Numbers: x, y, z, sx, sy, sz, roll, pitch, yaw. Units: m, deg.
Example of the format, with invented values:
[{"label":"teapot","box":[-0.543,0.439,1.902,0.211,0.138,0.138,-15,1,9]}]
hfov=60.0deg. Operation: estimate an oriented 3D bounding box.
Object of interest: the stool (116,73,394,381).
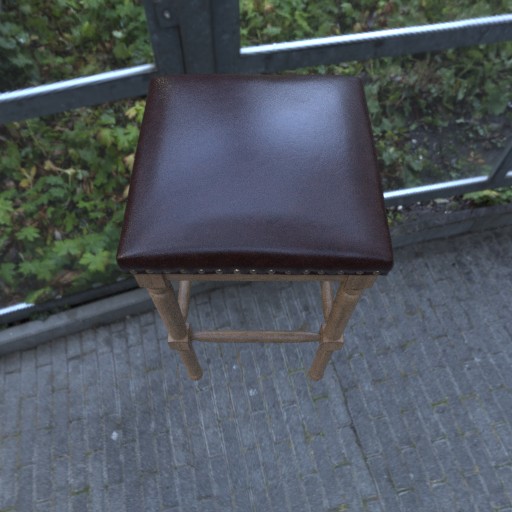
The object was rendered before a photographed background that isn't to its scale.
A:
[{"label":"stool","box":[0.000,0.000,0.949,0.382,0.702,0.383,0,59,0]}]
